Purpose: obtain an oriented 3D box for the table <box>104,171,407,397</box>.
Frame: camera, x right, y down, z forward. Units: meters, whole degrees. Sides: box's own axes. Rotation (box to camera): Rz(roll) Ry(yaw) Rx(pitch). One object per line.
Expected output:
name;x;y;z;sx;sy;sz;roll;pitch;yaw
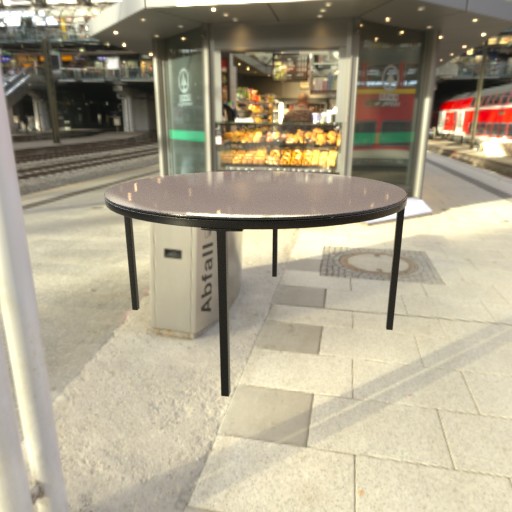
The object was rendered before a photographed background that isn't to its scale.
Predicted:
table;0.000;0.000;1.287;0.800;0.400;0.800;0;17;0
